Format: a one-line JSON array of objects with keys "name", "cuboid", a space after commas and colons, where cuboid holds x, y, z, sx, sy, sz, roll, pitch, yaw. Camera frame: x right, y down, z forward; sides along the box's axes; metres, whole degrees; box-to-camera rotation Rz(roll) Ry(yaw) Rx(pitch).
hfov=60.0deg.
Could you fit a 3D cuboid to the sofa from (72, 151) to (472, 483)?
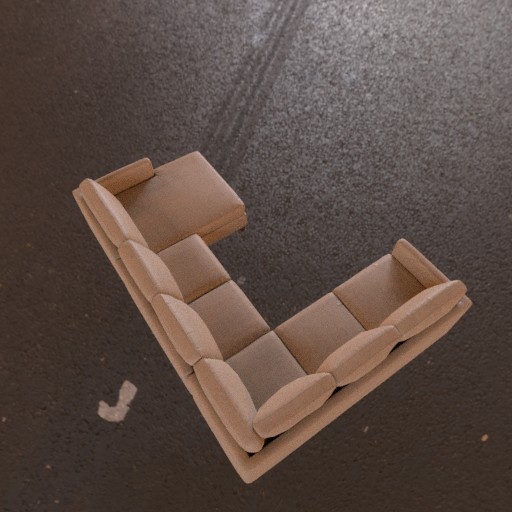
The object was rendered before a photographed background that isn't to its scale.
[{"name": "sofa", "cuboid": [0.000, 0.000, 4.695, 2.594, 0.961, 3.460, -30, 62, -18]}]
